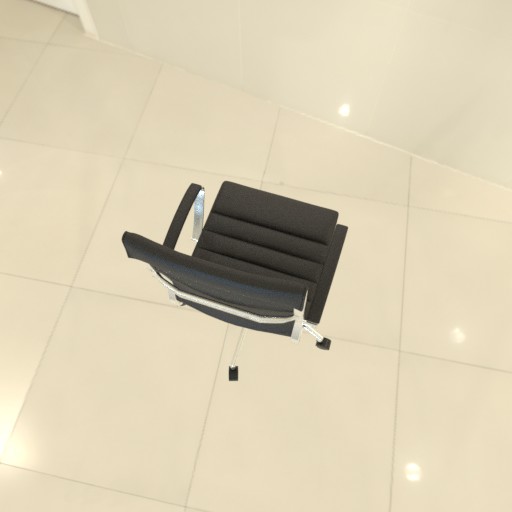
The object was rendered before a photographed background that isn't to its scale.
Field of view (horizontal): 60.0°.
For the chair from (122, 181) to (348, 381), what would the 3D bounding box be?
[{"bbox_3d":[0.000,0.000,1.619,0.766,1.149,0.739,17,65,8],"label":"chair"}]
